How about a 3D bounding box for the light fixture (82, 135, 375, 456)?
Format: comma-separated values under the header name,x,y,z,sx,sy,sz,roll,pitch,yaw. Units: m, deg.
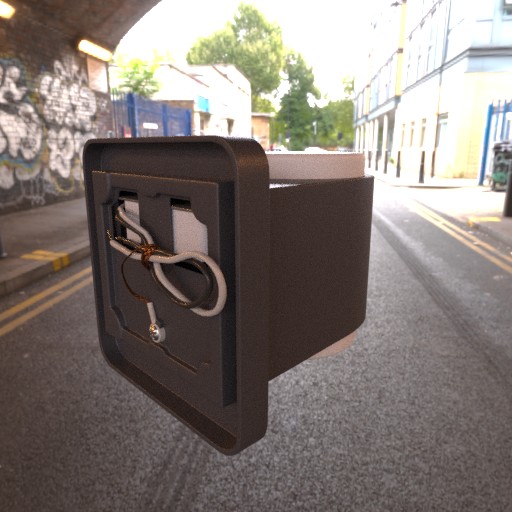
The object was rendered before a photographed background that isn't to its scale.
name,x,y,z,sx,sy,sz,roll,pitch,yaw
light fixture,0.000,0.000,0.212,0.132,0.109,0.109,-13,19,-42
